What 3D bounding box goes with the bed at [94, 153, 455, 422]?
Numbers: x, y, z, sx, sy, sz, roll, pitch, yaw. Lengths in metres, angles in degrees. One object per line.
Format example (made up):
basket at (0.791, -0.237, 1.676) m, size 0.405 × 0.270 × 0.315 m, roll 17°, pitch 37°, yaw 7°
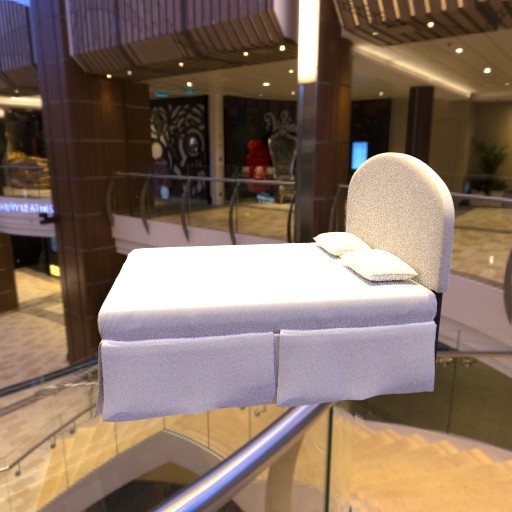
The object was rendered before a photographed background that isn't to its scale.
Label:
bed at (0.000, 0.000, 3.111) m, size 2.005 × 1.410 × 1.607 m, roll -2°, pitch 13°, yaw -9°
